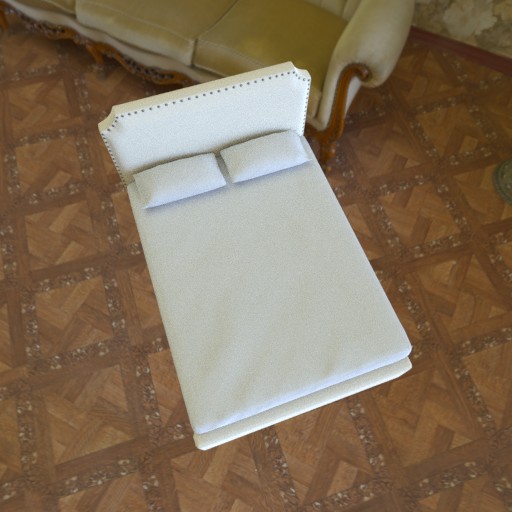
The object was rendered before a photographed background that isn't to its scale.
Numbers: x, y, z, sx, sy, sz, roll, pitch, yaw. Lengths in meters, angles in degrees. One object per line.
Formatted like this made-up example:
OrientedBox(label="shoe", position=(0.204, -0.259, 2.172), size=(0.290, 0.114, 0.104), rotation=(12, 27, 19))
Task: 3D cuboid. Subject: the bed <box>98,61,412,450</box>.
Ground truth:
OrientedBox(label="bed", position=(0.000, 0.000, 3.471), size=(1.703, 1.415, 2.329), rotation=(-18, 66, -8))
